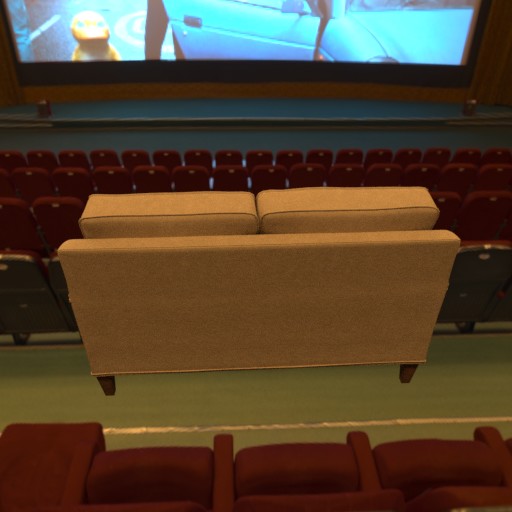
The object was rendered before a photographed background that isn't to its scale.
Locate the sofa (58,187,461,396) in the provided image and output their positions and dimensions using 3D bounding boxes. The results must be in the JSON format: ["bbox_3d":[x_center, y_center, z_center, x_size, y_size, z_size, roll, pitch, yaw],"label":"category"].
[{"bbox_3d":[0.000,0.000,2.268,1.597,1.002,1.084,-2,30,-3],"label":"sofa"}]
